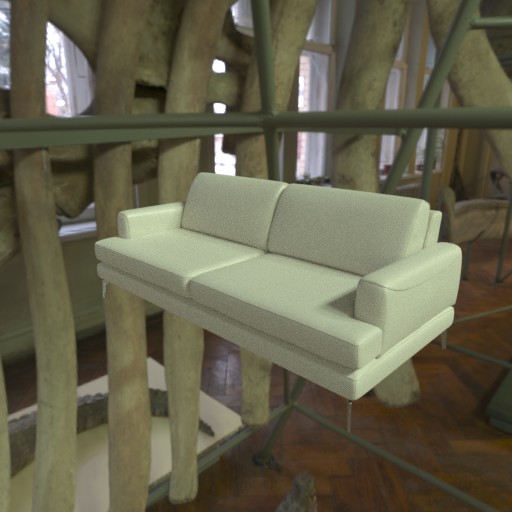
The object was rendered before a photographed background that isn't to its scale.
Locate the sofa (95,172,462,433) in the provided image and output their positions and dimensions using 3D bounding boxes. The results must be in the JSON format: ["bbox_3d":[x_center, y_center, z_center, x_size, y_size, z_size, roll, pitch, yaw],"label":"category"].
[{"bbox_3d":[0.000,0.000,2.475,1.940,0.765,0.974,16,23,42],"label":"sofa"}]
